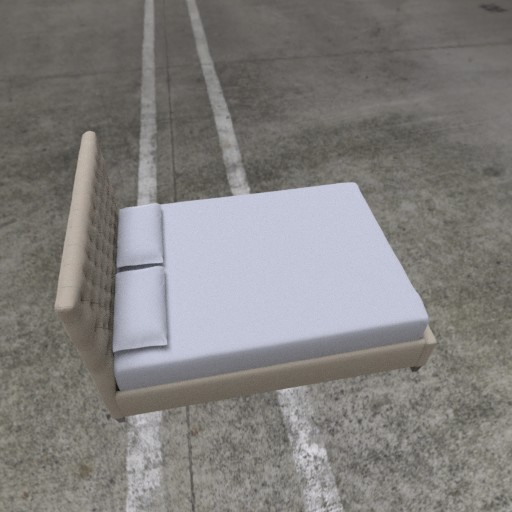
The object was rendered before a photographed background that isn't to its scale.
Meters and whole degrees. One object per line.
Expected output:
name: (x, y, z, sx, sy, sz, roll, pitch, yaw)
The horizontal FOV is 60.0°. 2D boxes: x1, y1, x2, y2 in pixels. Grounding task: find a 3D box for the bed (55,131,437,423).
bed: (0.000, 0.000, 3.421, 2.387, 1.427, 1.698, -8, 47, -7)
